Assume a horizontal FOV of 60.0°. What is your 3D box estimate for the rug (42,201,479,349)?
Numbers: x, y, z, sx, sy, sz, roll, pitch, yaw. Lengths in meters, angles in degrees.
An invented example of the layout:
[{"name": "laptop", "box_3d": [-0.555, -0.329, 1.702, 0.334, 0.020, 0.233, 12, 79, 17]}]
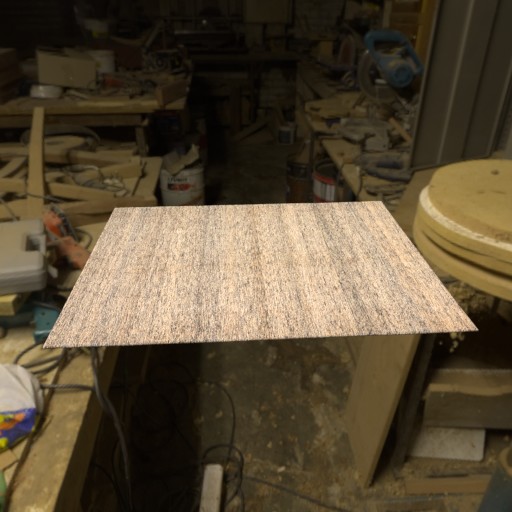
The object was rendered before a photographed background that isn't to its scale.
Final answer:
[{"name": "rug", "box_3d": [0.000, 0.000, 4.276, 3.199, 0.036, 2.414, -2, 31, -3]}]
